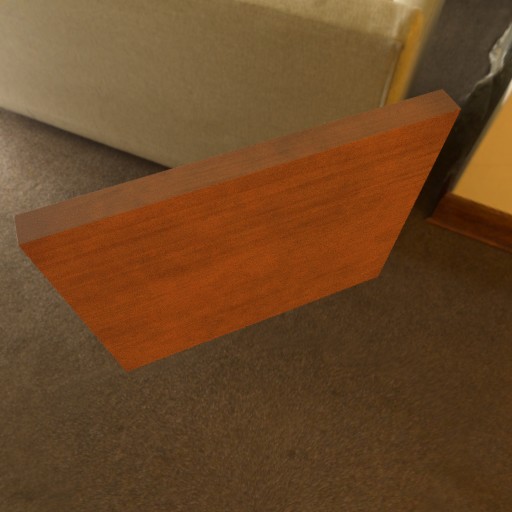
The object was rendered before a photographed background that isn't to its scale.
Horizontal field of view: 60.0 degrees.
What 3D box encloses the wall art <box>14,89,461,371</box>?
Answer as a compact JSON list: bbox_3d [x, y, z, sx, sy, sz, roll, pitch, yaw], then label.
[{"bbox_3d":[0.000,0.000,0.522,0.401,0.328,0.030,-19,61,-11],"label":"wall art"}]
